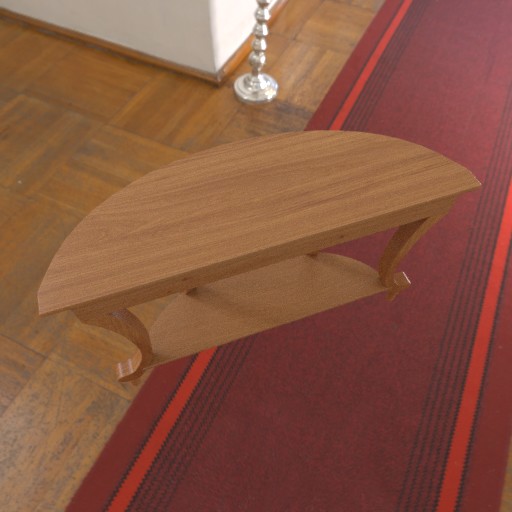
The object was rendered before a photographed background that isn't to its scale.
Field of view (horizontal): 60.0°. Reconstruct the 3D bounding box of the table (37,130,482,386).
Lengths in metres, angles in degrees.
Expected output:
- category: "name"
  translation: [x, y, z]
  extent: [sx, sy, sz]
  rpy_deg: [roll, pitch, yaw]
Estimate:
- category: "table"
  translation: [0.000, 0.000, 1.518]
  extent: [1.198, 0.692, 0.394]
  rpy_deg: [-16, 59, -10]
